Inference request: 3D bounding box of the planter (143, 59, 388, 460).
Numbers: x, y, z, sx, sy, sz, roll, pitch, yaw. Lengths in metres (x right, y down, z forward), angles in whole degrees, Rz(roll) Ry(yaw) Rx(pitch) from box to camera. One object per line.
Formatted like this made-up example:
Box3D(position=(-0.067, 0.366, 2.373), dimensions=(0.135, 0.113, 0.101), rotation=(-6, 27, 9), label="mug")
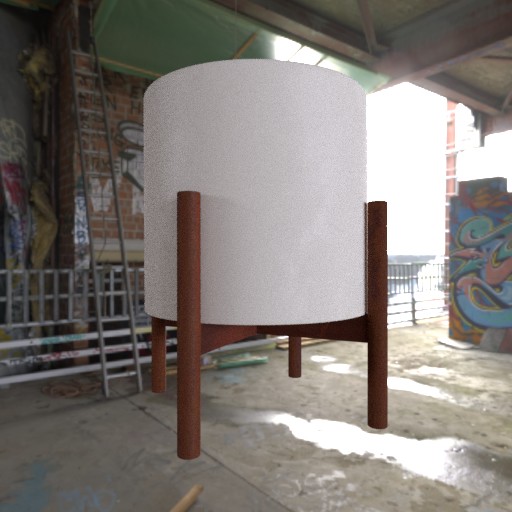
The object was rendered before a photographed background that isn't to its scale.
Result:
Box3D(position=(0.000, 0.000, 0.856), dimensions=(0.421, 0.581, 0.420), rotation=(0, 0, -17), label="planter")
